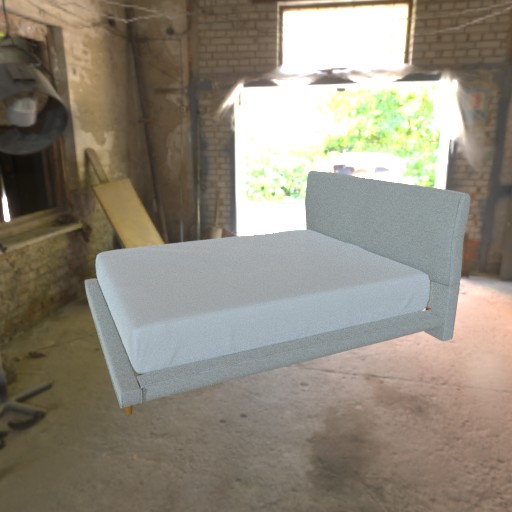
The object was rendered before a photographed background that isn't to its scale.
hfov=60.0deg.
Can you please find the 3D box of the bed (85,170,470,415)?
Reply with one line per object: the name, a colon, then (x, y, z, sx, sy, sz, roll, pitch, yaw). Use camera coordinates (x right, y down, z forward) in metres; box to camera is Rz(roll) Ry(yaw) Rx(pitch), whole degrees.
bed: (0.000, 0.000, 3.567, 2.498, 1.126, 1.980, -8, 18, -24)
